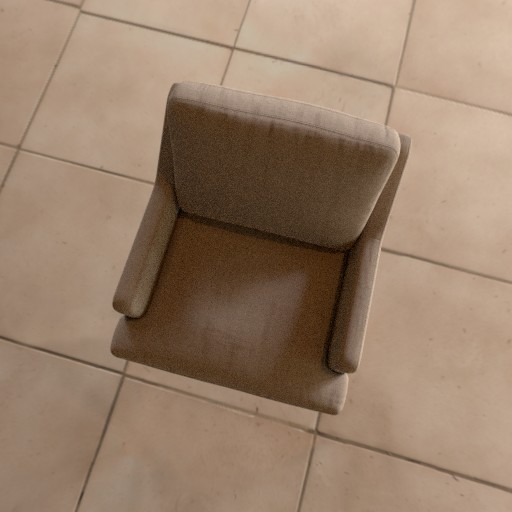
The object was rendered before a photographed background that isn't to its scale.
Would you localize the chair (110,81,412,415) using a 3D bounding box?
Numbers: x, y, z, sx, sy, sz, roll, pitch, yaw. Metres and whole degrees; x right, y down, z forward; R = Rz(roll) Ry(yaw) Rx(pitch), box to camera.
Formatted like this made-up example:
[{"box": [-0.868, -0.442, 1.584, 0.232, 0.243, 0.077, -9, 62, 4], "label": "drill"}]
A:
[{"box": [0.000, 0.000, 1.698, 0.912, 0.916, 1.001, 14, 76, 3], "label": "chair"}]
